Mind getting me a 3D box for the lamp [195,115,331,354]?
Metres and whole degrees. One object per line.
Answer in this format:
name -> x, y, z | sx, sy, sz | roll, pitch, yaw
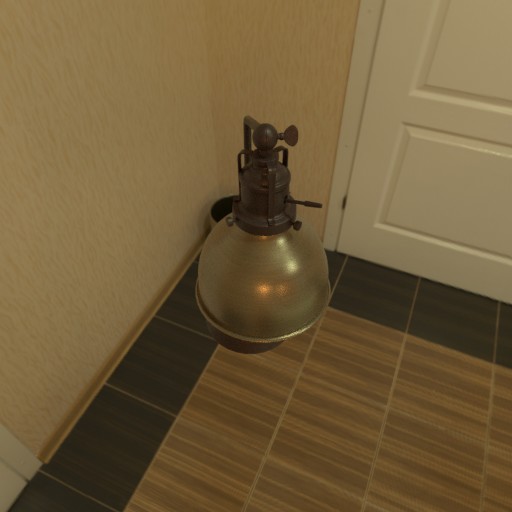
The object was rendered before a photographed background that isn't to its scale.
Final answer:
lamp -> 0.000, 0.000, 0.611 | 0.175, 0.469, 0.298 | -4, 48, -4
